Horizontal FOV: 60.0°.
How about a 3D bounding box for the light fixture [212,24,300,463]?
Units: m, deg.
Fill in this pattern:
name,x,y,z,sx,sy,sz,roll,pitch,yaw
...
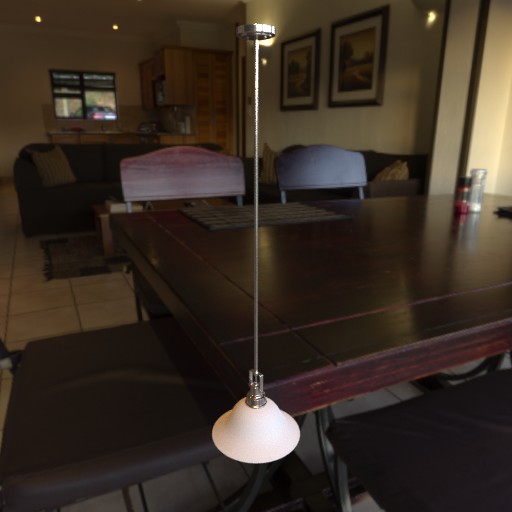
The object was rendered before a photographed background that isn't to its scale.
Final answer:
name,x,y,z,sx,sy,sz,roll,pitch,yaw
light fixture,0.000,0.000,1.454,0.324,1.354,0.324,-15,22,-43
